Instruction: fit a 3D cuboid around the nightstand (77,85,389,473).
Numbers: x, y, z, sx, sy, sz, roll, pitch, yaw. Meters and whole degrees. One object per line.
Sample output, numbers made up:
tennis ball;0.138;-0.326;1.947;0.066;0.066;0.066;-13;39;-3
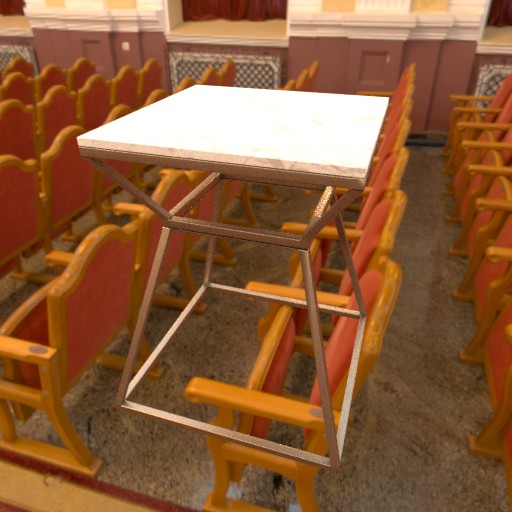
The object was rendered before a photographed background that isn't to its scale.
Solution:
nightstand;0.000;0.000;0.884;0.455;0.554;0.455;10;33;15
